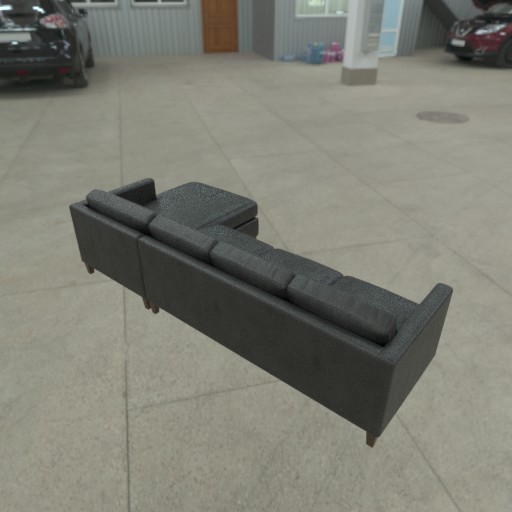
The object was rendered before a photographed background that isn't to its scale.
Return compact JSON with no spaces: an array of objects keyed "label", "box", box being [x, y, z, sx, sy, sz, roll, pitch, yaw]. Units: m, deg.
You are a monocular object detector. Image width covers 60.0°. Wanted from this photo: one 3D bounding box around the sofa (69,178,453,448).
[{"label":"sofa","box":[0.000,0.000,3.887,3.203,0.883,1.581,23,38,33]}]
